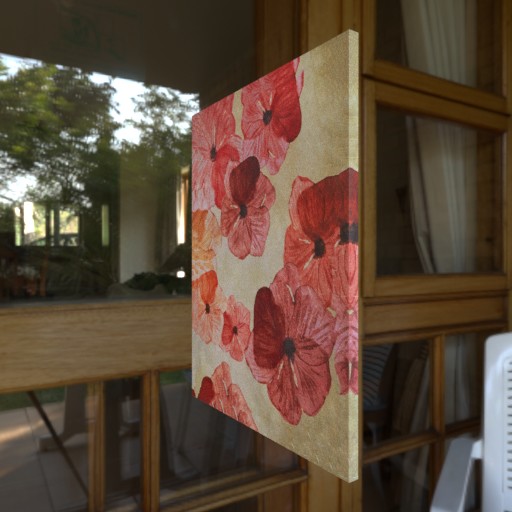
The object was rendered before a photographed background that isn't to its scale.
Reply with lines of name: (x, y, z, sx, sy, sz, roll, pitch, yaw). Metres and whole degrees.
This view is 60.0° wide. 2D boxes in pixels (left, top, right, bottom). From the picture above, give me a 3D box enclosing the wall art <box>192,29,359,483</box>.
wall art: (0.000, 0.000, 1.308, 0.031, 1.015, 0.762, 0, 0, -35)
